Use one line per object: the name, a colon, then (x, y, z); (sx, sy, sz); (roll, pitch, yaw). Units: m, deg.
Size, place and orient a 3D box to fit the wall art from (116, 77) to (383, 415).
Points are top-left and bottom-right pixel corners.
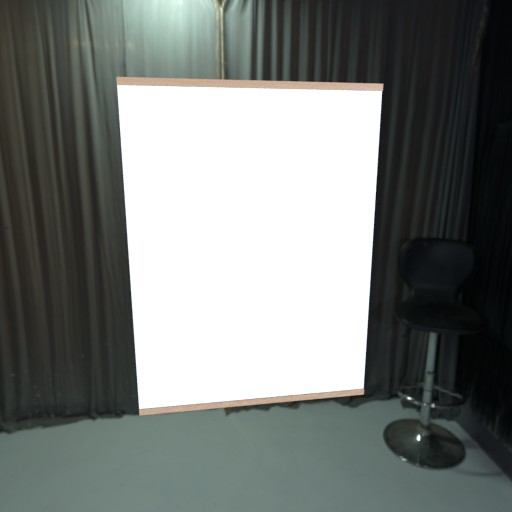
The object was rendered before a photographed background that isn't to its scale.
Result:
wall art: (0.000, 0.000, 1.369); (0.758, 1.016, 0.013); (-2, 14, -9)
